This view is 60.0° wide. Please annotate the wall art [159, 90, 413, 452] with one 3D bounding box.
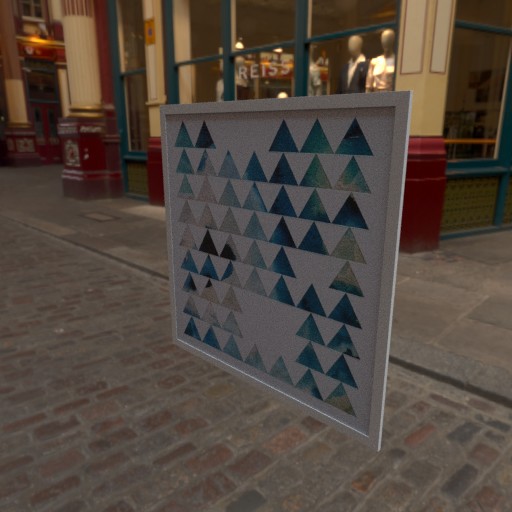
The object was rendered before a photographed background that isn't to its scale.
[{"bbox_3d":[0.000,0.000,0.685,0.456,0.456,0.007,15,22,41],"label":"wall art"}]
